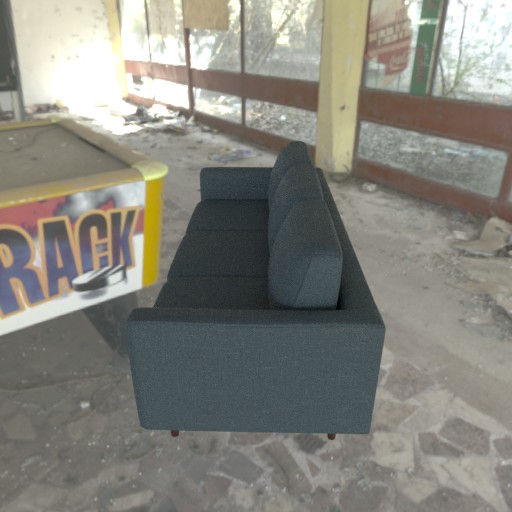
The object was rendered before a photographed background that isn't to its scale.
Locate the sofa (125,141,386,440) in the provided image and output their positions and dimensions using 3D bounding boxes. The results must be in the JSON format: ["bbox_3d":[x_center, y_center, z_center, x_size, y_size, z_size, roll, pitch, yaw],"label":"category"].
[{"bbox_3d":[0.000,0.000,2.511,0.935,0.945,2.013,1,27,1],"label":"sofa"}]
